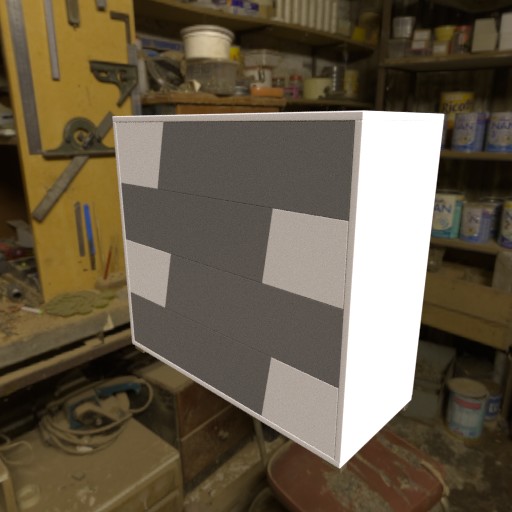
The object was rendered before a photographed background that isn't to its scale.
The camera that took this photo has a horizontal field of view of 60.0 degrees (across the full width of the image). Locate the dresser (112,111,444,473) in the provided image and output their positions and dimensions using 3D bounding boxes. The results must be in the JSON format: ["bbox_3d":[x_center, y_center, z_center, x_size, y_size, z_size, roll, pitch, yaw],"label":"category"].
[{"bbox_3d":[0.000,0.000,1.654,1.100,1.000,0.460,15,22,41],"label":"dresser"}]
